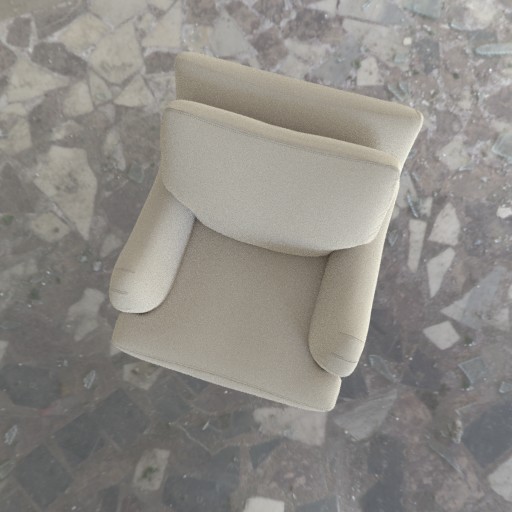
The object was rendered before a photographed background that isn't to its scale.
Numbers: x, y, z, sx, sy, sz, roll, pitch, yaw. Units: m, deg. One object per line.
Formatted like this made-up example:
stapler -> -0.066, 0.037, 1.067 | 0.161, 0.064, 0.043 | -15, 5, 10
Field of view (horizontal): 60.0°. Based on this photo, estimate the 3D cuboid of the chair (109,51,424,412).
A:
chair -> 0.000, 0.000, 1.839 | 0.955, 1.038, 1.070 | 16, 76, 4
